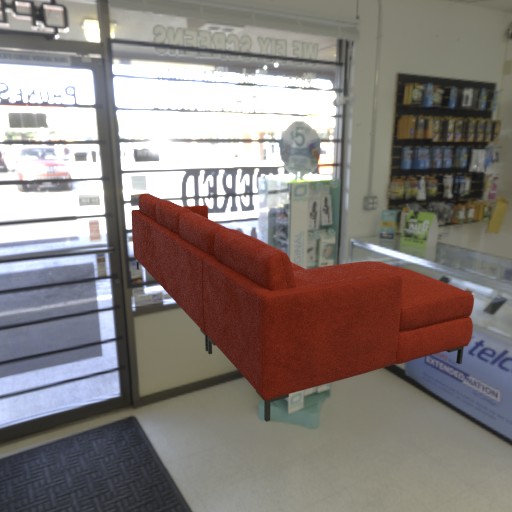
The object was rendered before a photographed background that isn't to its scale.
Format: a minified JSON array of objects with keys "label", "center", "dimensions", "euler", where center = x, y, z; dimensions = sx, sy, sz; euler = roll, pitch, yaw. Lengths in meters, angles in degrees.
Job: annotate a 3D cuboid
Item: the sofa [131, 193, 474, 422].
[{"label":"sofa","center":[0.000,0.000,2.911],"dimensions":[1.136,0.663,2.467],"euler":[-7,16,-26]}]
